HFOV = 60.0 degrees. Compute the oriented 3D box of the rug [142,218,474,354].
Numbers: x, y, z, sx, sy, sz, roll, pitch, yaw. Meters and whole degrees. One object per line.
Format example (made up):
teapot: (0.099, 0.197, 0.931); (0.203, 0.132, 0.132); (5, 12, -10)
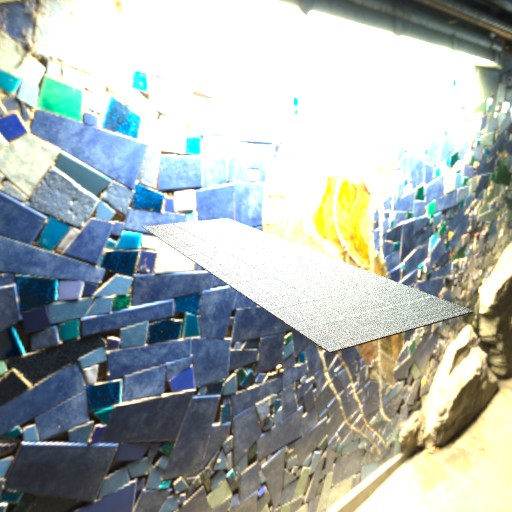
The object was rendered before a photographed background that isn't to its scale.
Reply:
rug: (0.000, 0.000, 2.725); (0.762, 0.008, 2.439); (-8, 17, -28)
